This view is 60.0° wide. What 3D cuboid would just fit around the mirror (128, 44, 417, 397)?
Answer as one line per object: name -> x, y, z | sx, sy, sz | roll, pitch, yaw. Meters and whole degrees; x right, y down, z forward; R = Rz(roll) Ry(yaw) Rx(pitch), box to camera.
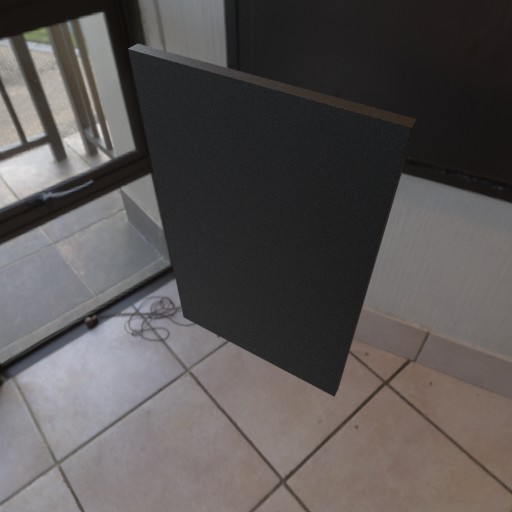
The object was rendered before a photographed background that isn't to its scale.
mirror -> 0.000, 0.000, 1.492 | 0.762, 1.219, 0.038 | 24, 51, 20
